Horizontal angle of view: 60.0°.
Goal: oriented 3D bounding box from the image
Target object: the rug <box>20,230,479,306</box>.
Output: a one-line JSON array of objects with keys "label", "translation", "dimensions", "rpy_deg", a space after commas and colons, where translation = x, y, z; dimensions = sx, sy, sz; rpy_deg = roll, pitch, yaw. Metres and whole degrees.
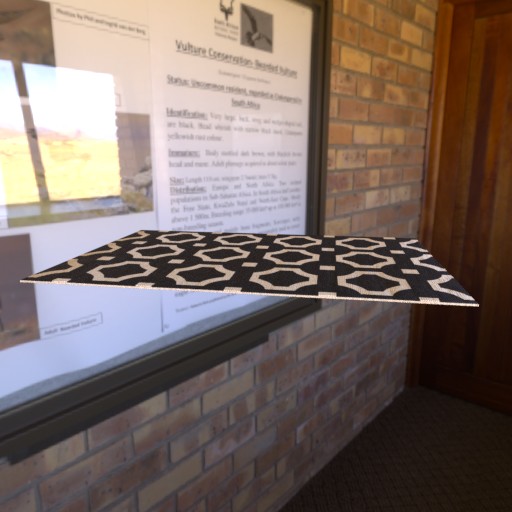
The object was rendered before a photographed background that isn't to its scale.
[{"label": "rug", "translation": [0.000, 0.000, 2.916], "dimensions": [2.286, 0.016, 1.555], "rpy_deg": [2, 13, 9]}]
